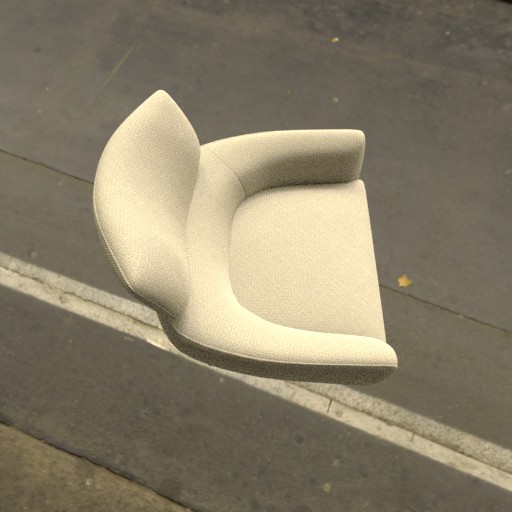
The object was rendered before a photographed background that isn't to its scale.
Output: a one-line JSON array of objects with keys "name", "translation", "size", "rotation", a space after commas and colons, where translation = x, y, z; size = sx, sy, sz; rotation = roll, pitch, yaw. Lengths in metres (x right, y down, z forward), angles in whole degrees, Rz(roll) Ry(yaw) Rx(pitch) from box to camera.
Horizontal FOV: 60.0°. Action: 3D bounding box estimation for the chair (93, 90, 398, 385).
[{"name": "chair", "translation": [0.000, 0.000, 1.332], "size": [0.730, 0.810, 0.760], "rotation": [0, 62, 0]}]
